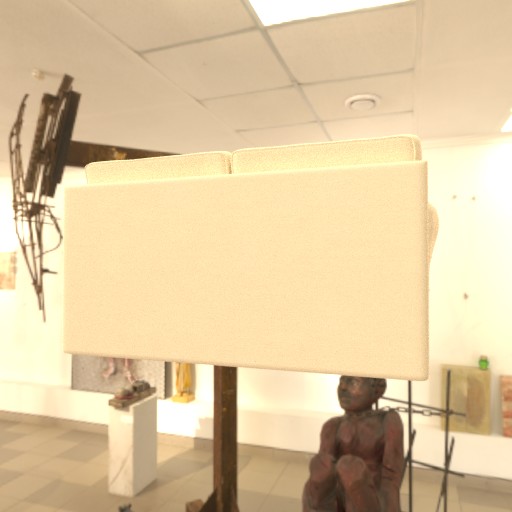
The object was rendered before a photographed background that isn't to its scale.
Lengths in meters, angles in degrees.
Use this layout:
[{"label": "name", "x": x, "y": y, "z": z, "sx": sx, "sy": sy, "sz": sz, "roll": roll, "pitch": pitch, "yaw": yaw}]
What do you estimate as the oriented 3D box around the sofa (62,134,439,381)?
[{"label": "sofa", "x": 0.000, "y": 0.000, "z": 2.309, "sx": 1.727, "sy": 0.940, "sz": 0.991, "roll": 0, "pitch": -1, "yaw": 19}]
